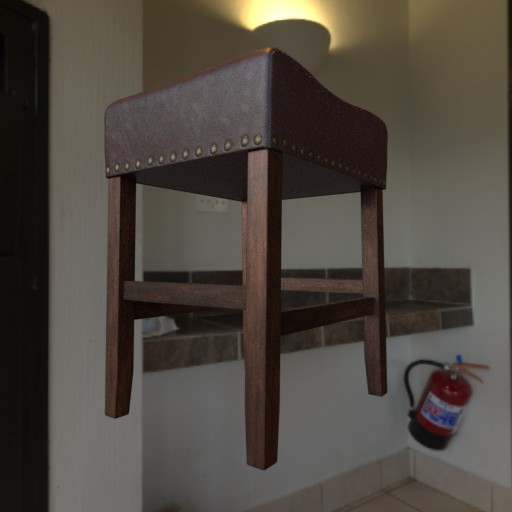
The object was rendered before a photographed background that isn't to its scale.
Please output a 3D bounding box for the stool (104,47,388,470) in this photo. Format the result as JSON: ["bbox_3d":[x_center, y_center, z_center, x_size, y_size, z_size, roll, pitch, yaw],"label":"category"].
[{"bbox_3d":[0.000,0.000,0.915,0.397,0.608,0.465,-1,-1,37],"label":"stool"}]
